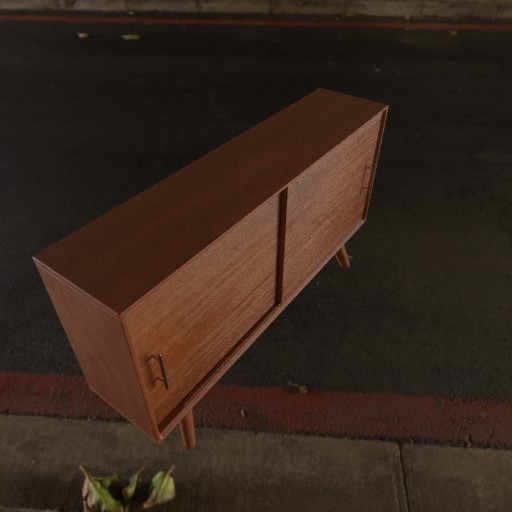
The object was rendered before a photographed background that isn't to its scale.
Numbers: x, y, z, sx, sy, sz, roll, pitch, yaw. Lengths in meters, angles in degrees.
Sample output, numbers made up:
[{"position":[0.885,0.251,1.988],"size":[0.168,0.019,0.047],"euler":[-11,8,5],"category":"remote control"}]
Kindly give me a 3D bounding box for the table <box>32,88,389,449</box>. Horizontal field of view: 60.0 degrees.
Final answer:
[{"position":[0.000,0.000,1.484],"size":[0.308,0.698,1.220],"euler":[26,47,27],"category":"table"}]
